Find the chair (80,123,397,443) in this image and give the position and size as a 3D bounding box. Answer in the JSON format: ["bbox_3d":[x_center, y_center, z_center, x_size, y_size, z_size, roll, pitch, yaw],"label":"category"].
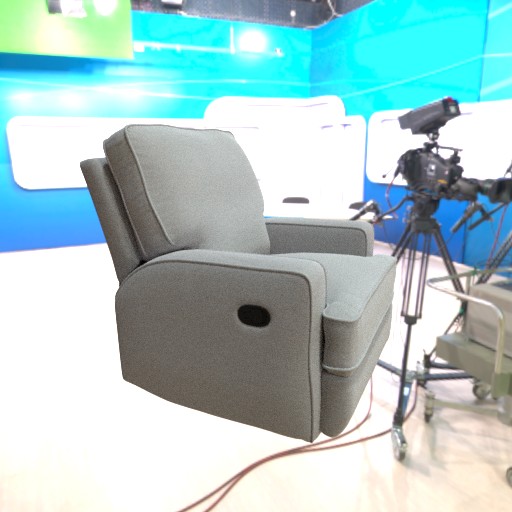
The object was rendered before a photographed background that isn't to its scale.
[{"bbox_3d":[0.000,0.000,1.690,0.969,0.964,0.861,7,16,25],"label":"chair"}]
